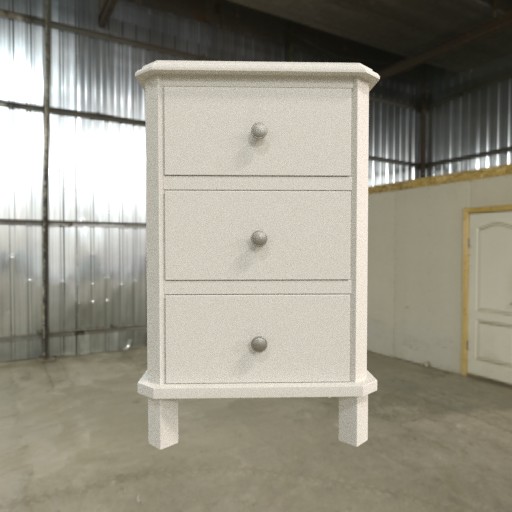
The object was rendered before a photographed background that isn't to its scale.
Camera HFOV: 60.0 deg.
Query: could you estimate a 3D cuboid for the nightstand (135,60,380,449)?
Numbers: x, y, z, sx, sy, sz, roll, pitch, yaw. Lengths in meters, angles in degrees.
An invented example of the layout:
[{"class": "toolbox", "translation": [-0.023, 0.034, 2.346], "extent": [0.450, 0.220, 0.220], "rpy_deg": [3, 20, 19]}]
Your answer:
[{"class": "nightstand", "translation": [0.000, 0.000, 0.933], "extent": [0.435, 0.681, 0.351], "rpy_deg": [0, 2, -2]}]
